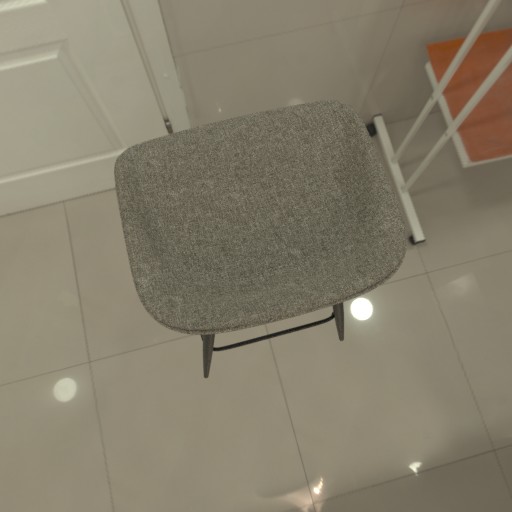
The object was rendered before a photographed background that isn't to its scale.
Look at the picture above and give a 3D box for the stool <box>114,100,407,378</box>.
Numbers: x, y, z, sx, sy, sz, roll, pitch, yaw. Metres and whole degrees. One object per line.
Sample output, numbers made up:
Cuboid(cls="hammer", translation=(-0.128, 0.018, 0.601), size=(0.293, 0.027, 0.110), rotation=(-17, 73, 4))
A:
Cuboid(cls="stool", translation=(0.000, 0.000, 1.097), size=(0.469, 0.814, 0.480), rotation=(-14, 75, -4))
